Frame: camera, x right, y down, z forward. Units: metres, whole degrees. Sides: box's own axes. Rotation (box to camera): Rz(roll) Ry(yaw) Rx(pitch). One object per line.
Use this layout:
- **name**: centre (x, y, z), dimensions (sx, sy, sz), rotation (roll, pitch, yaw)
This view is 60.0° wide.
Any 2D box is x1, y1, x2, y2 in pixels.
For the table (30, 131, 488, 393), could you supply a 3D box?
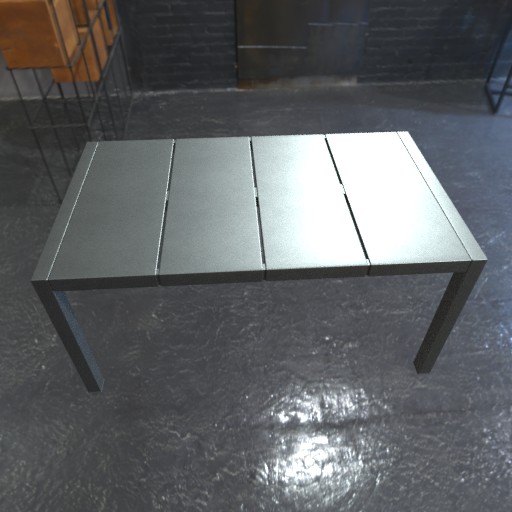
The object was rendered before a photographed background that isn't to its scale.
- **table**: centre (0.000, 0.000, 1.288), dimensions (0.965, 0.460, 0.559), rotation (-3, 44, -3)
